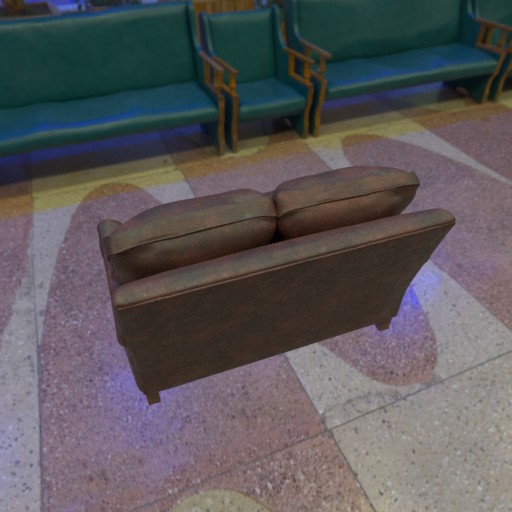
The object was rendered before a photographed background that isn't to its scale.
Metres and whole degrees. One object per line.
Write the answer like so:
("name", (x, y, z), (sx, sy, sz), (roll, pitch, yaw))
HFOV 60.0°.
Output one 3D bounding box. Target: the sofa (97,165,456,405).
("sofa", (0.000, 0.000, 2.466), (1.628, 1.070, 1.148), (-14, 43, -15))
